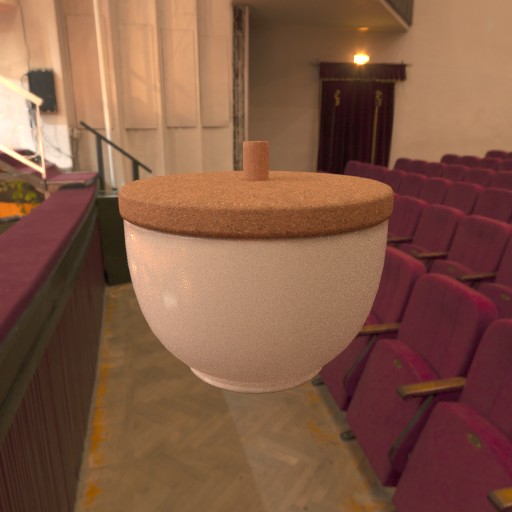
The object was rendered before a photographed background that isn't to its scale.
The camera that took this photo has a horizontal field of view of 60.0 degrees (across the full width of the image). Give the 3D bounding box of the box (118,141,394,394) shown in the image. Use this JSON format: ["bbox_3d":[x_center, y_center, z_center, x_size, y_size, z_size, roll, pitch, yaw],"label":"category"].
[{"bbox_3d":[0.000,0.000,0.187,0.107,0.094,0.107,0,16,0],"label":"box"}]
